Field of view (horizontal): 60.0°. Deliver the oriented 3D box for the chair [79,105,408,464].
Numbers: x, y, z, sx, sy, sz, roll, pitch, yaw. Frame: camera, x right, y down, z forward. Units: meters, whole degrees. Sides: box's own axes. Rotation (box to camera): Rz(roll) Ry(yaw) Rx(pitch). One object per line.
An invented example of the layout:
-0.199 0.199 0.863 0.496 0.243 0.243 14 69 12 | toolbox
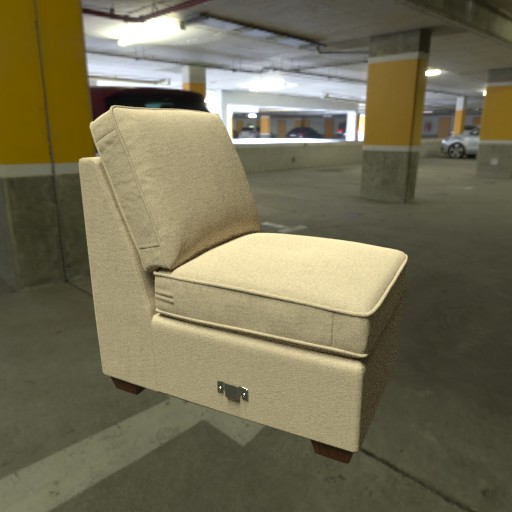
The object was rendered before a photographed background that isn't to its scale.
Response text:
0.000 0.000 1.513 0.938 0.970 0.621 8 17 26 | chair
